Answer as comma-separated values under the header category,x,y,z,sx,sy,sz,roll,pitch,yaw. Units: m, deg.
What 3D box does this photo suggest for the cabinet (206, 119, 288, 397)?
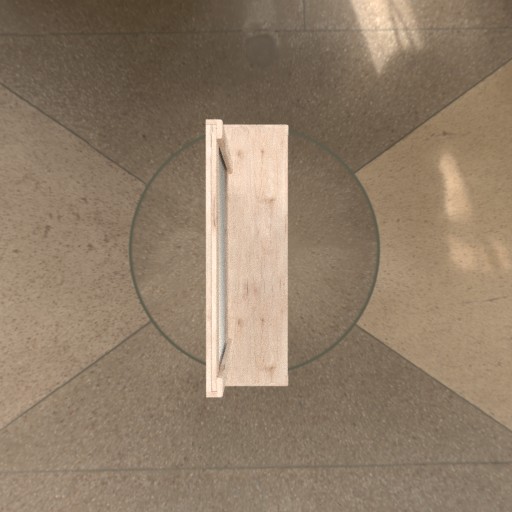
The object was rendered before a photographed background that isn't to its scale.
category,x,y,z,sx,sy,sz,roll,pitch,yaw
cabinet,0.000,0.000,2.821,0.420,1.981,1.700,0,91,0
